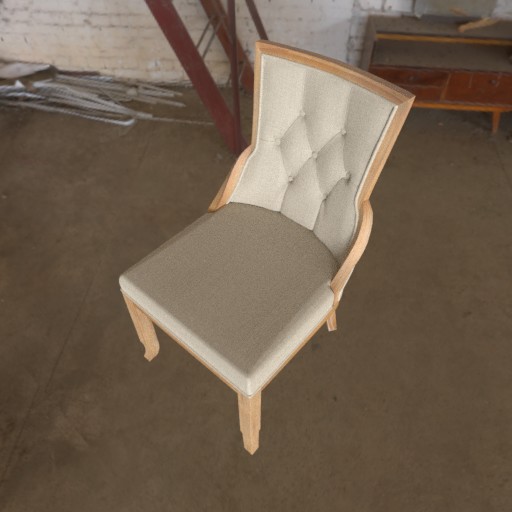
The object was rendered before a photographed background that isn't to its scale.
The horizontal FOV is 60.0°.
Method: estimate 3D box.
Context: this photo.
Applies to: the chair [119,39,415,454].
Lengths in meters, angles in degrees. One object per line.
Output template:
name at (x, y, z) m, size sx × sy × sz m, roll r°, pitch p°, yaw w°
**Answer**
chair at (0.000, 0.000, 1.306) m, size 0.524 × 0.947 × 0.641 m, roll 33°, pitch 56°, yaw 26°
